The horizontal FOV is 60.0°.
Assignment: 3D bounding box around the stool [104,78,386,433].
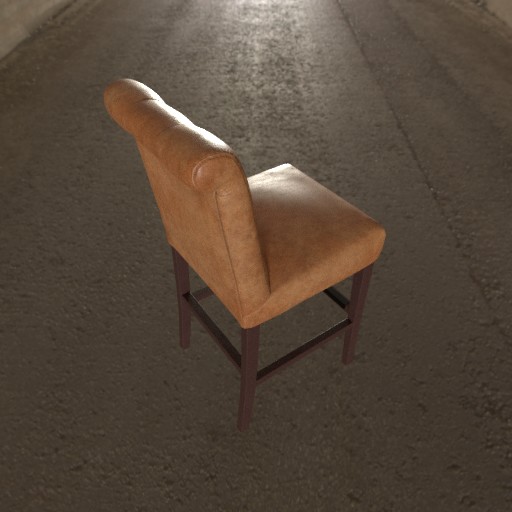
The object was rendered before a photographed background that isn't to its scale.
[{"bbox_3d":[0.000,0.000,1.363,0.601,1.047,0.493,-25,47,-26],"label":"stool"}]
